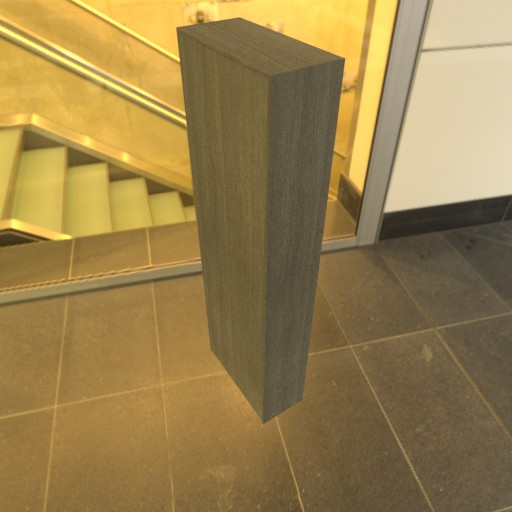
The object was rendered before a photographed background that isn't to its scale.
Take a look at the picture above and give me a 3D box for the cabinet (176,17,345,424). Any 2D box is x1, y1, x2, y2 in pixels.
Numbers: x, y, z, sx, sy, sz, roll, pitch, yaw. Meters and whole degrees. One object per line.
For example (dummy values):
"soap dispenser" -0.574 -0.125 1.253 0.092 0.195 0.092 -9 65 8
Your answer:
"cabinet" 0.000 0.000 1.803 0.255 1.630 0.520 -23 46 -25
